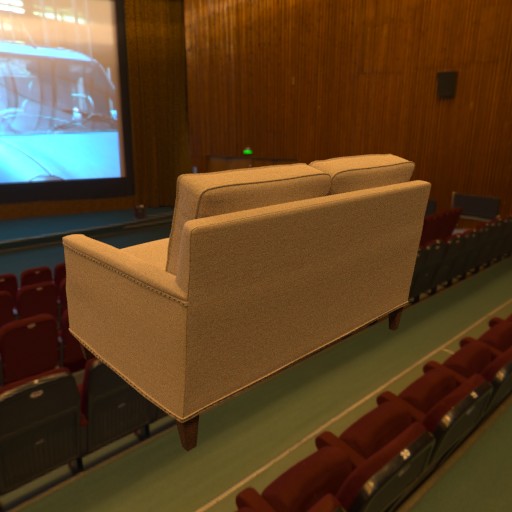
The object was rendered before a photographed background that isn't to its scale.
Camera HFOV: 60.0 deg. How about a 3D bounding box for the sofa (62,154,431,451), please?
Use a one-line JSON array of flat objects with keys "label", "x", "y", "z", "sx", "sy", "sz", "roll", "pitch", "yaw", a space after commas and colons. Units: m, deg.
[{"label": "sofa", "x": 0.000, "y": 0.000, "z": 2.264, "sx": 1.597, "sy": 1.003, "sz": 1.084, "roll": -15, "pitch": 23, "yaw": -41}]
